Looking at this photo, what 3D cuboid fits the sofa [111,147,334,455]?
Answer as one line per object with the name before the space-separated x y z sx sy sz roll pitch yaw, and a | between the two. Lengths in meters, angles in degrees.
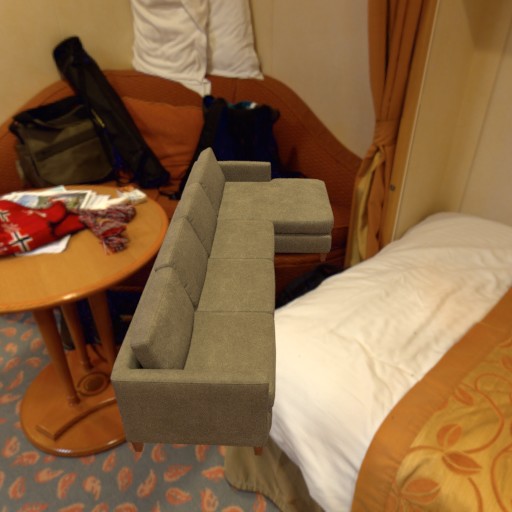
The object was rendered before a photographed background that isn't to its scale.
sofa | 0.000 0.000 4.078 1.604 0.950 3.471 1 33 1
